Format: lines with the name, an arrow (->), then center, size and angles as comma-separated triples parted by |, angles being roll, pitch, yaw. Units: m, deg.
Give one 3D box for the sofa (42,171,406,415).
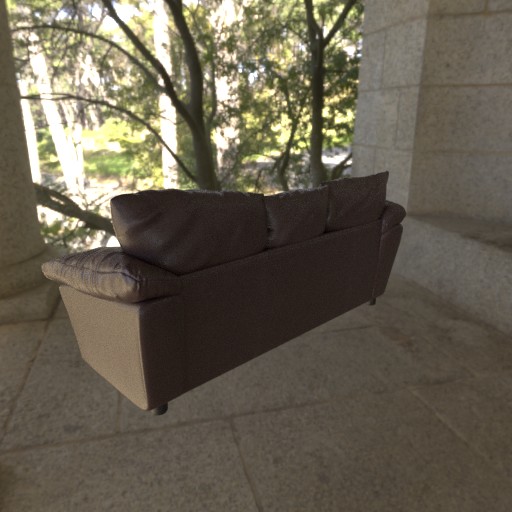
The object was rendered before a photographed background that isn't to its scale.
sofa -> 0.000, 0.000, 2.854 | 2.390, 1.091, 0.907 | -16, 23, -42
